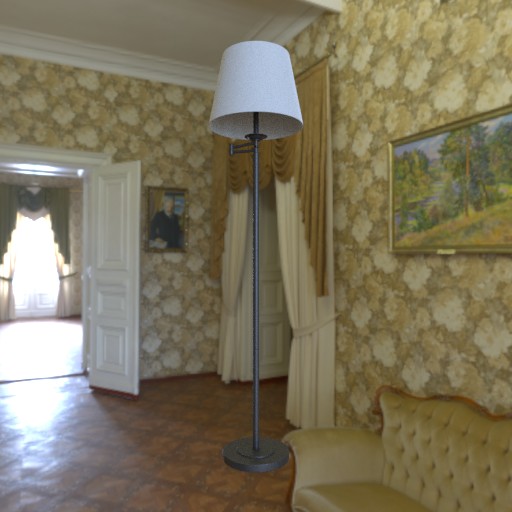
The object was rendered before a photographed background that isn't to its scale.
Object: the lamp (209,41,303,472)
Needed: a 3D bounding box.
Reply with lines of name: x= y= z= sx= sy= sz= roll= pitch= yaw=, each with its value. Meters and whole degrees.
lamp: x=0.000 y=0.000 z=1.634 sx=0.348 sy=1.473 sz=0.348 roll=0 pitch=-1 yaw=18
